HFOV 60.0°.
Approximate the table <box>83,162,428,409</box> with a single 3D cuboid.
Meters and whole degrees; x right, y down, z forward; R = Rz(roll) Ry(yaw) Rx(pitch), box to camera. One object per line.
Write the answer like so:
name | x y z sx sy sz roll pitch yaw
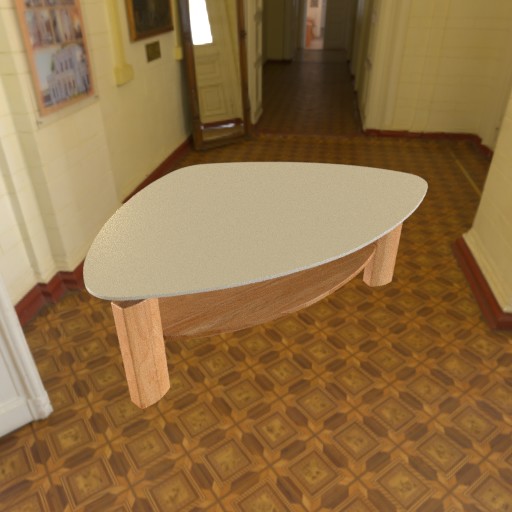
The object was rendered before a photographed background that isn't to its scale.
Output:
table | 0.000 0.000 1.600 1.250 0.440 0.850 -21 37 -31
